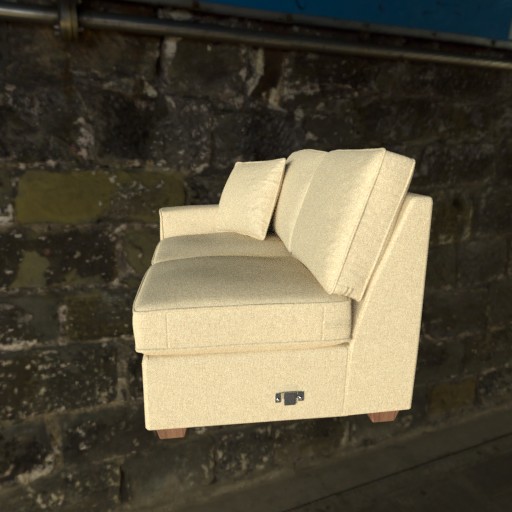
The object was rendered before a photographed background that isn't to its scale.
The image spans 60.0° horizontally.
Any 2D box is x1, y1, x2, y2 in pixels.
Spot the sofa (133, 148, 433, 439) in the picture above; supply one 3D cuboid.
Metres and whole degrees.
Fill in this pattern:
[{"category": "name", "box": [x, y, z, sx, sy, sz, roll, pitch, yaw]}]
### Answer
[{"category": "sofa", "box": [0.000, 0.000, 2.091, 0.991, 0.989, 1.388, -2, 14, -8]}]
